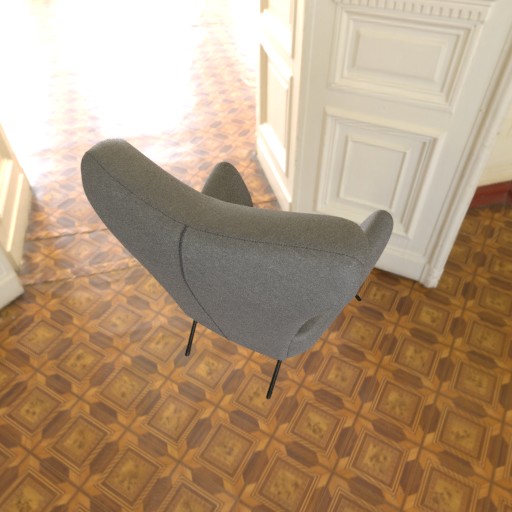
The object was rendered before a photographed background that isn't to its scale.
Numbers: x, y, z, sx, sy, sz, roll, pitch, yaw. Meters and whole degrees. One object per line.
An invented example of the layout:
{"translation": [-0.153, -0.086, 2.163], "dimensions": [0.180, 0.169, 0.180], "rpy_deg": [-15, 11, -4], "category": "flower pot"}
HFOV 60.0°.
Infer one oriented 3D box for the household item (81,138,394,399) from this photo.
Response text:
{"translation": [0.000, 0.000, 1.793], "dimensions": [0.980, 1.050, 0.900], "rpy_deg": [22, 49, 20], "category": "household item"}
